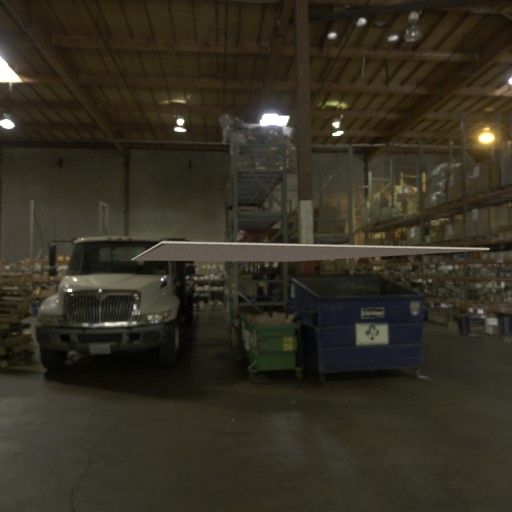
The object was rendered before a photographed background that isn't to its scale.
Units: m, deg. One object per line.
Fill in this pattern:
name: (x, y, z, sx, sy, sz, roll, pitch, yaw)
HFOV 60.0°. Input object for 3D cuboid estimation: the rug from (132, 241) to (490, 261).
rug: (0.000, 0.000, 3.014, 1.524, 0.012, 2.438, 1, -2, -18)
